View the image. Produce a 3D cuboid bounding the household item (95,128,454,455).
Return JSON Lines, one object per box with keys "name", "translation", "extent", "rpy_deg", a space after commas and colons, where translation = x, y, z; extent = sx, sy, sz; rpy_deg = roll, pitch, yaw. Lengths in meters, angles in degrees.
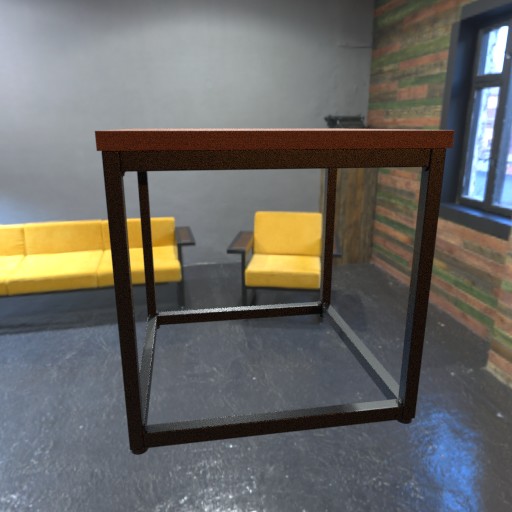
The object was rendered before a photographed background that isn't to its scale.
{"name": "household item", "translation": [0.000, 0.000, 0.728], "extent": [0.400, 0.400, 0.400], "rpy_deg": [-3, 17, -9]}
